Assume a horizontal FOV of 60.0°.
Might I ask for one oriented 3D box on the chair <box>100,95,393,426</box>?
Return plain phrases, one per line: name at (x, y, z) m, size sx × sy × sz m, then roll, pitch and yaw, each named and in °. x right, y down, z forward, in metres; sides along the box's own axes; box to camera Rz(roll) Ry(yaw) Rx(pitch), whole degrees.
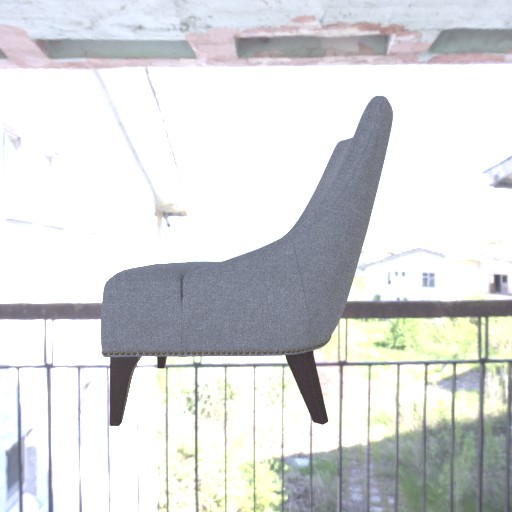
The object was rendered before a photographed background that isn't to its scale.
chair at (0.000, 0.000, 1.501) m, size 0.861 × 0.909 × 0.701 m, roll 0°, pitch 0°, yaw -1°
